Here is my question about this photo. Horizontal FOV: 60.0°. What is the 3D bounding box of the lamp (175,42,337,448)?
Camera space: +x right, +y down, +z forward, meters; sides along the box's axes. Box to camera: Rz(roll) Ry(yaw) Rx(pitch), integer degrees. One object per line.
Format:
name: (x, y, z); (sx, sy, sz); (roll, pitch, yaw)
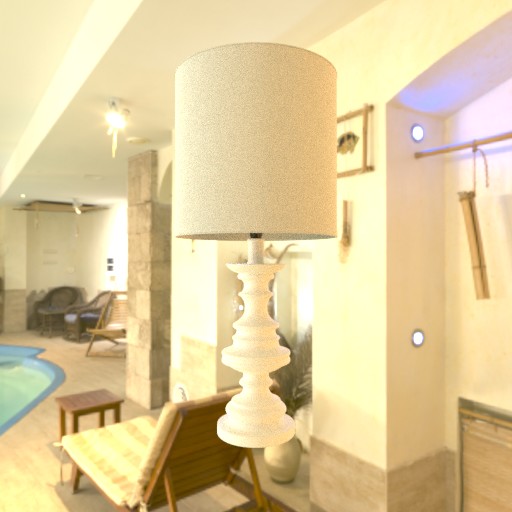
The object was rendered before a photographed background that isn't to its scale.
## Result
lamp: (0.000, 0.000, 0.576); (0.208, 0.455, 0.208); (0, -1, -36)
